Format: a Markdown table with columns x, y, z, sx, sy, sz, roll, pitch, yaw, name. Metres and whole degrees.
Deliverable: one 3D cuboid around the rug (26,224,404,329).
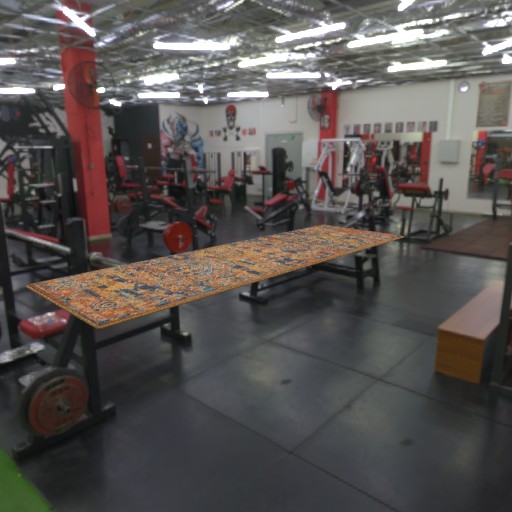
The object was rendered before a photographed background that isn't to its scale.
| x | y | z | sx | sy | sz | roll | pitch | yaw | name |
| --- | --- | --- | --- | --- | --- | --- | --- | --- | --- |
| 0.000 | 0.000 | 2.043 | 0.556 | 0.013 | 1.820 | 13 | 19 | 43 | rug |
